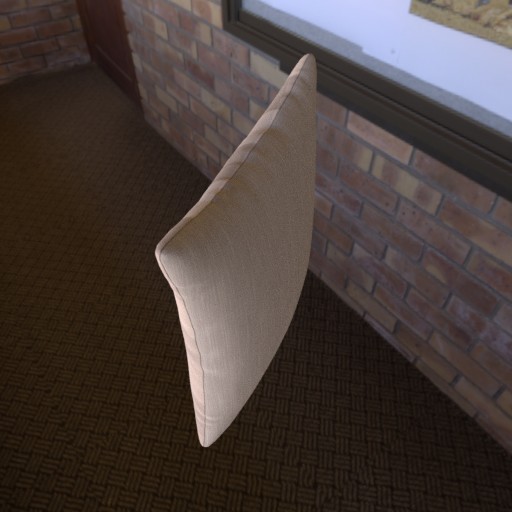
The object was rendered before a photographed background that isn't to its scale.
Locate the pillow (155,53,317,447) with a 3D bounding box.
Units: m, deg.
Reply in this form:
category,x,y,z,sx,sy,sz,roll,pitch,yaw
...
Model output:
category,x,y,z,sx,sy,sz,roll,pitch,yaw
pillow,0.000,0.000,0.777,0.161,0.509,0.511,16,49,15
